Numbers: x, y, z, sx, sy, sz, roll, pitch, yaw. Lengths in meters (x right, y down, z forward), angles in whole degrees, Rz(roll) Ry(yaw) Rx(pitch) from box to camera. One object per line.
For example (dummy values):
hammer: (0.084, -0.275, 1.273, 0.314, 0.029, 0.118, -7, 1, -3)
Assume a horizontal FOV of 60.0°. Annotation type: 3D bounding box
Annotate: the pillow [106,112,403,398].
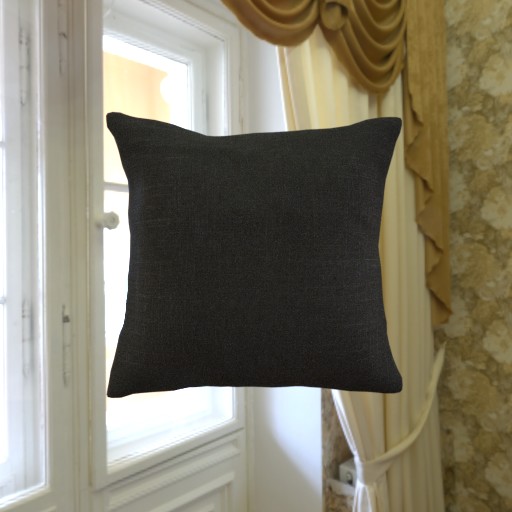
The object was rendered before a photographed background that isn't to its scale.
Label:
pillow: (0.000, 0.000, 0.697, 0.468, 0.444, 0.138, 0, 1, -2)
